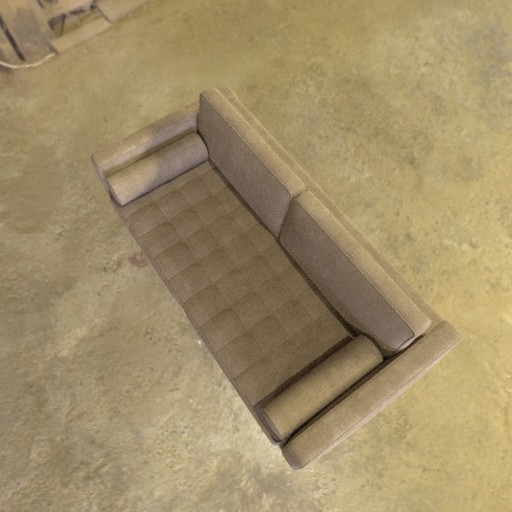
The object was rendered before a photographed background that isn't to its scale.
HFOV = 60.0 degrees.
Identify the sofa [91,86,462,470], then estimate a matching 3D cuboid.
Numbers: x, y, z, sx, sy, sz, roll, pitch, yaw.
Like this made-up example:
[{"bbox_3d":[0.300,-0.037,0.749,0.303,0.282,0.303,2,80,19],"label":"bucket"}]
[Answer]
[{"bbox_3d":[0.000,0.000,2.294,0.920,0.769,1.883,-32,68,-15],"label":"sofa"}]
